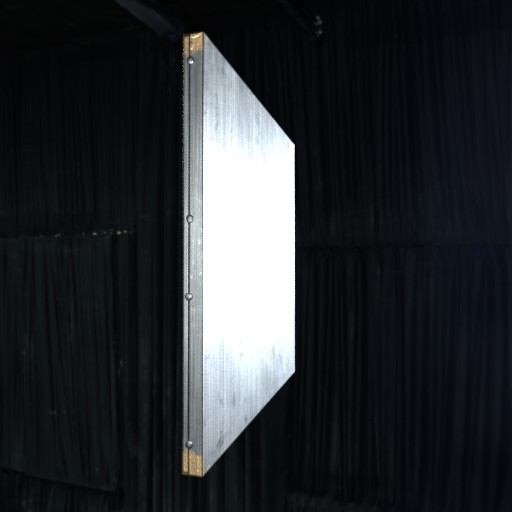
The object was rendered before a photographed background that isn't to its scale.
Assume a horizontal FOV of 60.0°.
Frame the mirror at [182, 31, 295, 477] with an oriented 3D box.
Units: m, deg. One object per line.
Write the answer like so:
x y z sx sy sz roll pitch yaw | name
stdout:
0.000 0.000 0.563 0.020 0.381 0.382 0 -1 17 | mirror
